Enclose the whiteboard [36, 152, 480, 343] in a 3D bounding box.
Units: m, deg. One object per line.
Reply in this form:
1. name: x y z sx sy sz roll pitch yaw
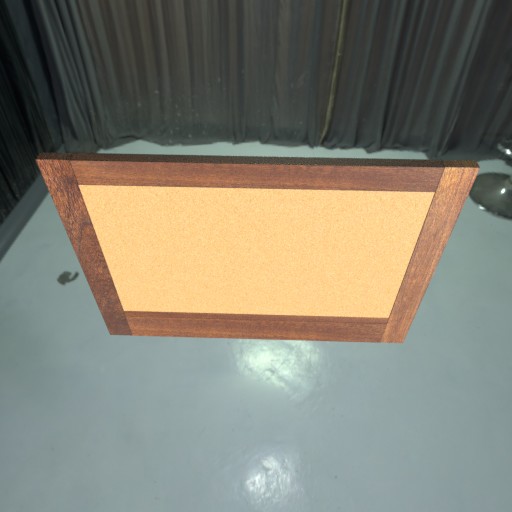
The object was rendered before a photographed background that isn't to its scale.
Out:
1. whiteboard: 0.000 0.000 1.010 0.783 0.559 0.083 1 47 1
